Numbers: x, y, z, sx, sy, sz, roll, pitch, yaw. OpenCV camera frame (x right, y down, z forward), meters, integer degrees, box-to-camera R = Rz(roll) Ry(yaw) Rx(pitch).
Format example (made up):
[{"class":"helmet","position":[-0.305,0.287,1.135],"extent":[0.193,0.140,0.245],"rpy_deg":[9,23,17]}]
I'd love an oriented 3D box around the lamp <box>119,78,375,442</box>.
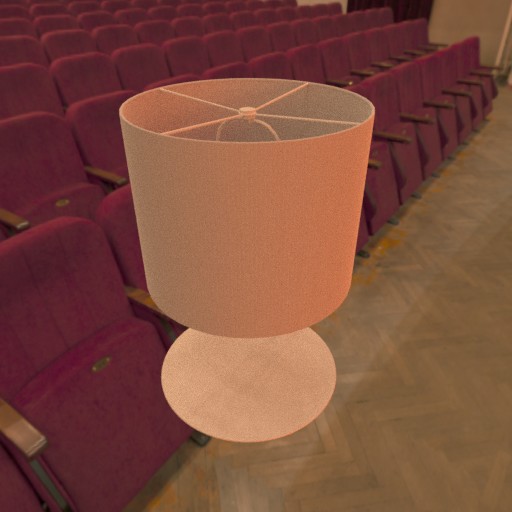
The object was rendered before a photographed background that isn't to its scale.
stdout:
[{"class":"lamp","position":[0.000,0.000,0.666],"extent":[0.299,0.454,0.341],"rpy_deg":[21,38,29]}]
